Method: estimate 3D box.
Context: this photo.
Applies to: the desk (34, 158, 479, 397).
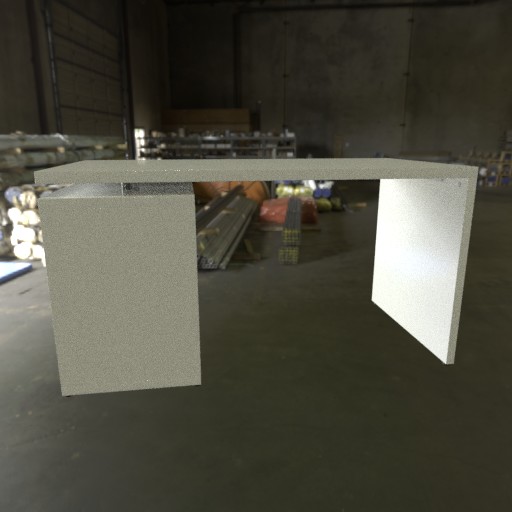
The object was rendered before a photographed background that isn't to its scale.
[{"bbox_3d":[0.000,0.000,1.802,1.400,0.740,0.690,-2,15,-9],"label":"desk"}]
